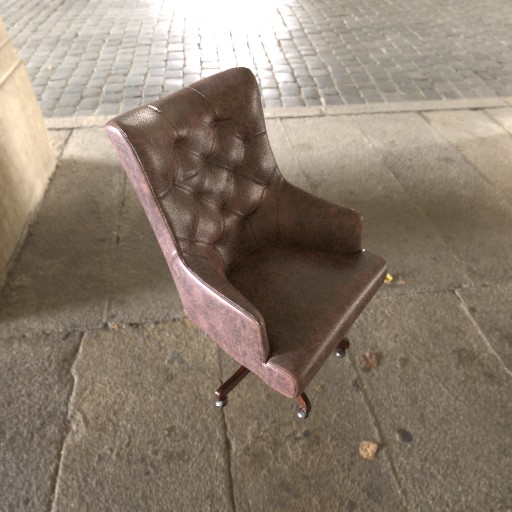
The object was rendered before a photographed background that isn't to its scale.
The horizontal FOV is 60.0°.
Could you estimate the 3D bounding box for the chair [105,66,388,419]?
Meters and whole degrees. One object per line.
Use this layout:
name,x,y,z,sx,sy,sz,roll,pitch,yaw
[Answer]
chair,0.000,0.000,1.542,0.762,1.035,0.641,26,47,26
